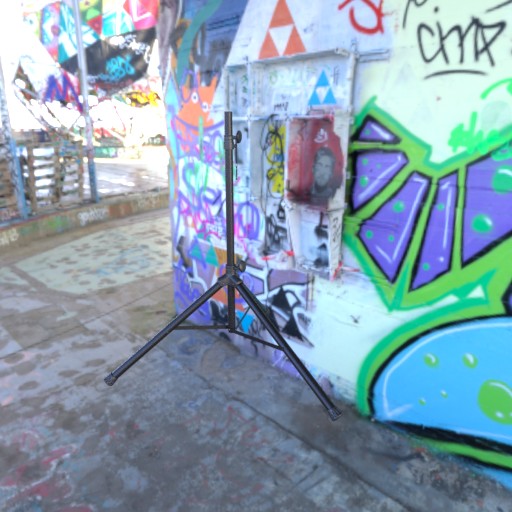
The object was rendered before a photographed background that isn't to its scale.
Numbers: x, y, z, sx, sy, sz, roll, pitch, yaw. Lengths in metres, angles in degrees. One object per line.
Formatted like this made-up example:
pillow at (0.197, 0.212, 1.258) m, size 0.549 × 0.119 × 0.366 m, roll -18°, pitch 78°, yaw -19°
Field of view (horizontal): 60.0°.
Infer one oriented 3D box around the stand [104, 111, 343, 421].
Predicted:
stand at (0.000, 0.000, 1.826) m, size 1.045 × 1.136 × 0.907 m, roll -16°, pitch 23°, yaw -42°
